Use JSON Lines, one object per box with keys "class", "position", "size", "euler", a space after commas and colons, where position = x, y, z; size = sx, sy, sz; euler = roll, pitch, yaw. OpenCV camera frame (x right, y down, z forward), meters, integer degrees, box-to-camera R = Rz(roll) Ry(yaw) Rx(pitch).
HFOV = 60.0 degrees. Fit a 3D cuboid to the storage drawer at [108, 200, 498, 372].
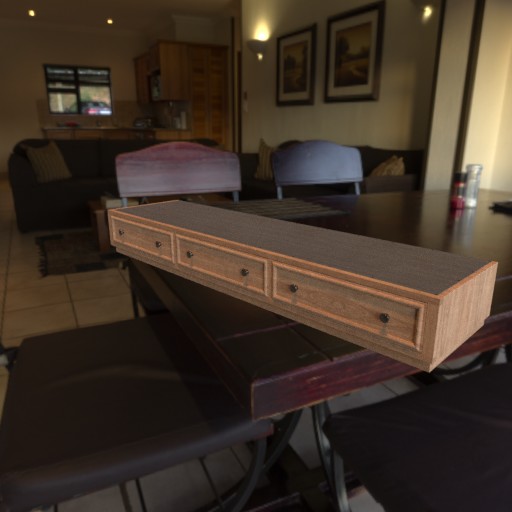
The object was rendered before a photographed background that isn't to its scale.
{"class": "storage drawer", "position": [0.000, 0.000, 2.207], "size": [2.032, 0.264, 0.538], "euler": [16, 23, 42]}
